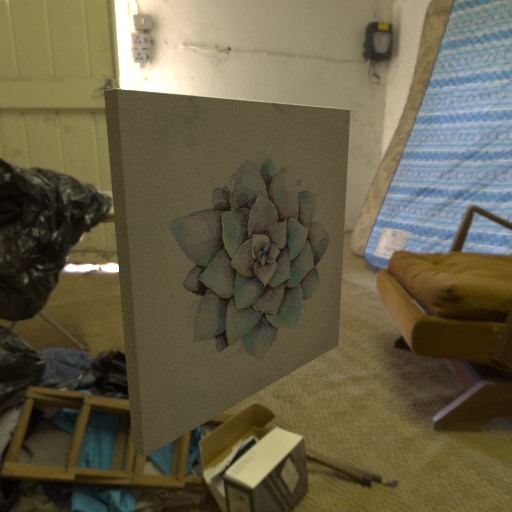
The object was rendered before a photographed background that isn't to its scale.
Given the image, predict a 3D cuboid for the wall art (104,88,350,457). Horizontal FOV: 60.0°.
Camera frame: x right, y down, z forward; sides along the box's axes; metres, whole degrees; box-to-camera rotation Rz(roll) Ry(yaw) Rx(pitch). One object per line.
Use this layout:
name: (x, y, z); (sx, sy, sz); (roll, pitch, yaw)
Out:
wall art: (0.000, 0.000, 0.929); (0.040, 0.612, 0.612); (14, 20, 42)
